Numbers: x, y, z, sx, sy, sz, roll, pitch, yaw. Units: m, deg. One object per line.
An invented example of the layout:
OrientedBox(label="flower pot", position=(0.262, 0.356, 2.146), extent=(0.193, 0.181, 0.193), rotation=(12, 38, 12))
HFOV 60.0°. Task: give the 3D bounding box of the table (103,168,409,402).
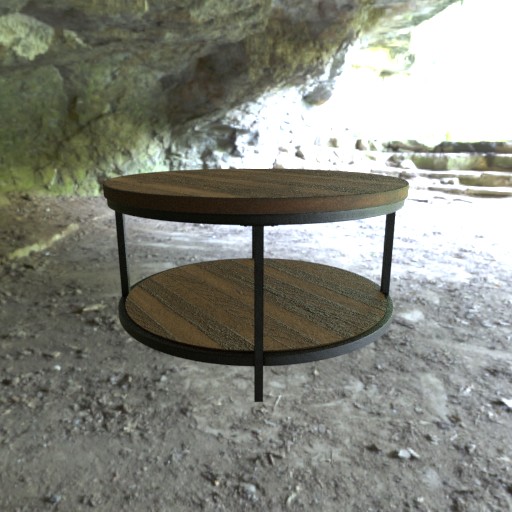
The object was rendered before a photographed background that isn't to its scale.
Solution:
OrientedBox(label="table", position=(0.000, 0.000, 1.336), extent=(0.837, 0.462, 0.837), rotation=(0, 15, 0))
